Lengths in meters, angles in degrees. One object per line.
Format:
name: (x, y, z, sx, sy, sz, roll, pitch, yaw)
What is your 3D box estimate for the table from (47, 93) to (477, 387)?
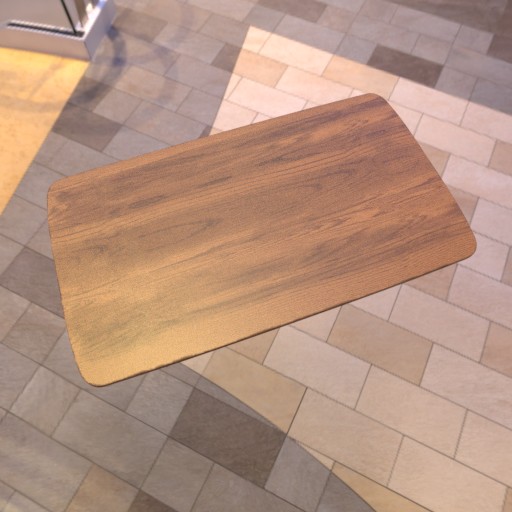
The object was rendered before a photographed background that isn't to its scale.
table: (0.000, 0.000, 2.187, 1.643, 0.765, 0.949, -18, 66, -8)
